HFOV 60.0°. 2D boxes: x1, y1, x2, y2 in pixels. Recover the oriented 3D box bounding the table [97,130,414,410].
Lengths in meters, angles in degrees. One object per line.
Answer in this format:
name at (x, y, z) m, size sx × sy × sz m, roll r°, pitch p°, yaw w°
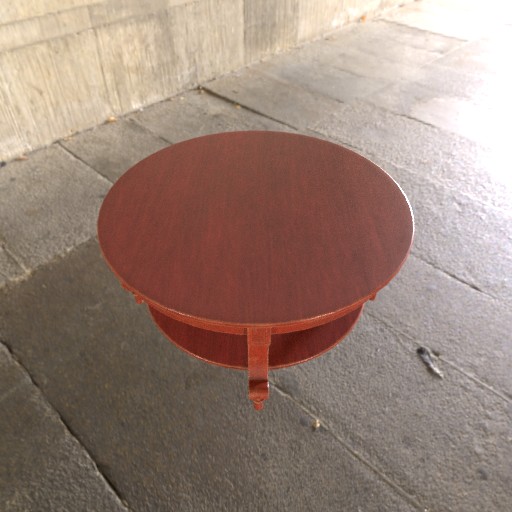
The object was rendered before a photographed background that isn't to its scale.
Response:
table at (0.000, 0.000, 1.640) m, size 1.029 × 0.486 × 1.029 m, roll 0°, pitch 43°, yaw 0°
